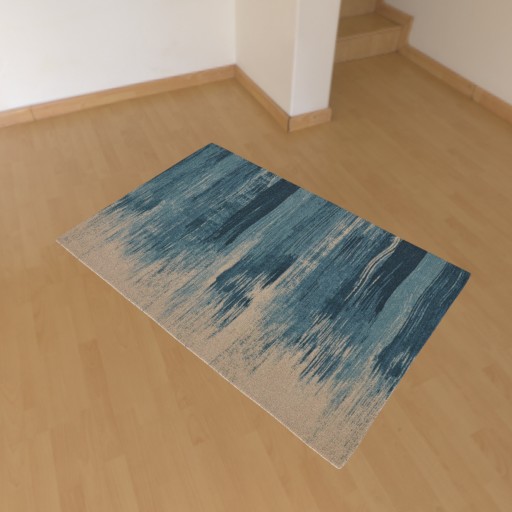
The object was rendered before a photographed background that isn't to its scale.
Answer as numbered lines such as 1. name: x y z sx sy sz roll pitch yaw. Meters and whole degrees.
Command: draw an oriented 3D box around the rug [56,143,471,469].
1. rug: 0.000 0.000 2.324 1.836 0.009 1.232 32 55 26
